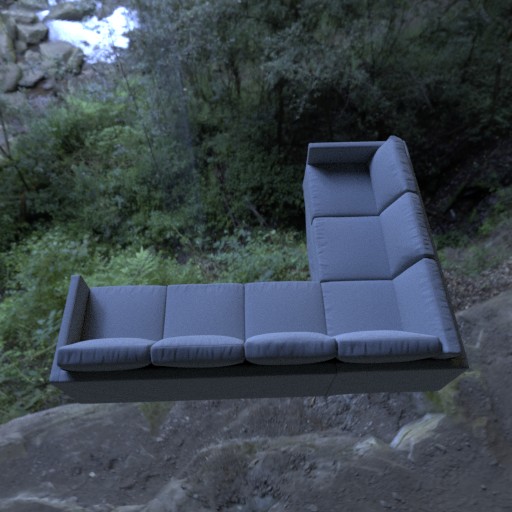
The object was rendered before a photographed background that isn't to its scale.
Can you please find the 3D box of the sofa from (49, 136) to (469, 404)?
[{"bbox_3d":[0.000,0.000,4.162,3.182,0.871,2.432,-1,58,-1],"label":"sofa"}]
